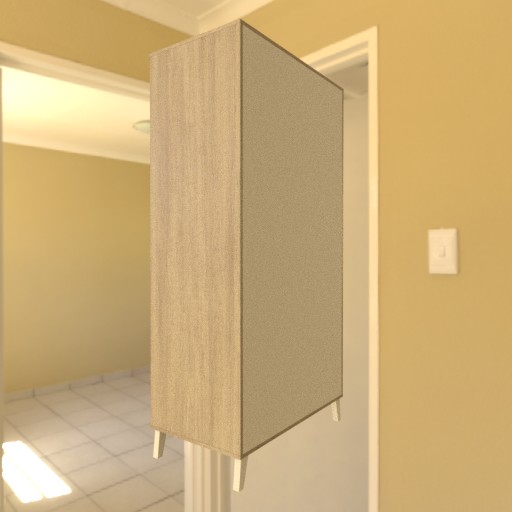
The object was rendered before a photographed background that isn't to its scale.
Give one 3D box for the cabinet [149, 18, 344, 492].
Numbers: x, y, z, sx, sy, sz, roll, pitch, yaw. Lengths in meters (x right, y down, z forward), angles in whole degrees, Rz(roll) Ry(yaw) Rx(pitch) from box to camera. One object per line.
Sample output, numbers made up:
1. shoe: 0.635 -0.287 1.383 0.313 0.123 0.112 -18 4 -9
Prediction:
1. cabinet: 0.000 0.000 2.438 0.571 1.999 1.006 1 1 36
